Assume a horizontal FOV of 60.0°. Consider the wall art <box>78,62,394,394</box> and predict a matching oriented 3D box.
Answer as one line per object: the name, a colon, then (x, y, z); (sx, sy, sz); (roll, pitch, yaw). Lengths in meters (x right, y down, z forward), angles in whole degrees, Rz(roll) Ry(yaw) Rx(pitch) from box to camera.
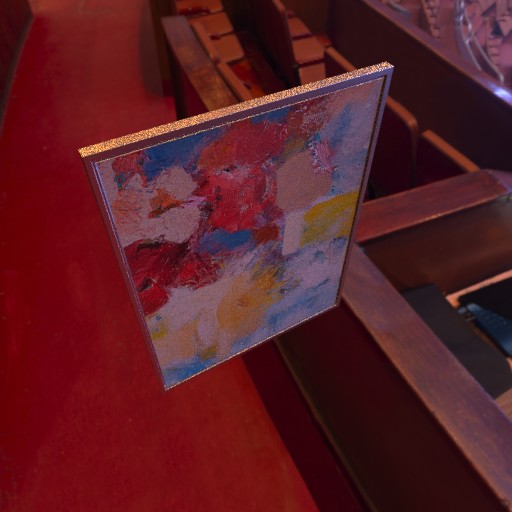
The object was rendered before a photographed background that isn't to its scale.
wall art: (0.000, 0.000, 1.412); (0.816, 1.046, 0.030); (-23, 51, -20)
